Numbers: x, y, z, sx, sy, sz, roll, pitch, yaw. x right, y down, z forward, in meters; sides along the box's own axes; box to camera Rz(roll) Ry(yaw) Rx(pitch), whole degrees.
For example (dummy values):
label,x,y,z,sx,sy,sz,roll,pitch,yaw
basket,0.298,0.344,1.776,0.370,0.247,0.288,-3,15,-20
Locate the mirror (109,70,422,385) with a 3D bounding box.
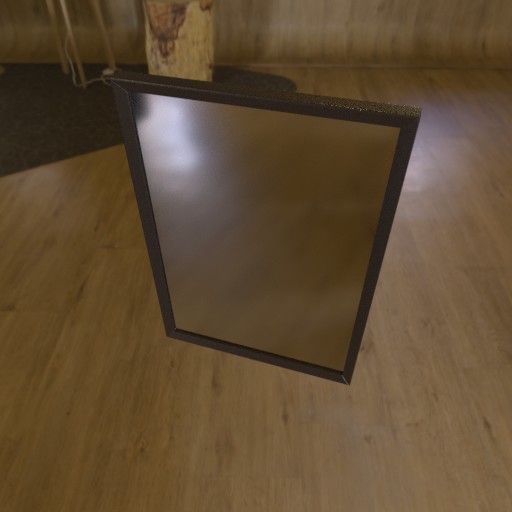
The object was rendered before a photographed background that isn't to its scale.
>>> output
label,x,y,z,sx,sy,sz,roll,pitch,yaw
mirror,0.000,0.000,0.944,0.507,0.710,0.039,12,44,13
